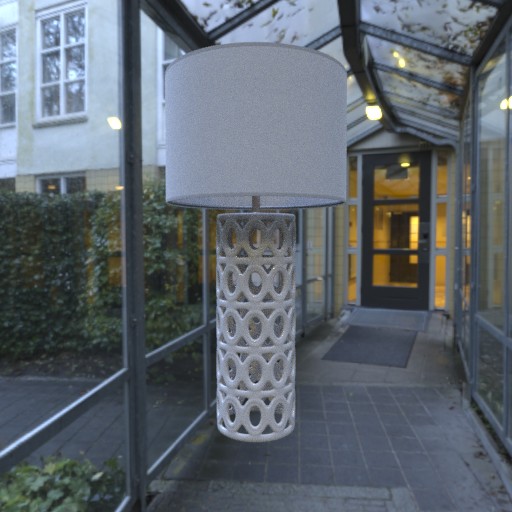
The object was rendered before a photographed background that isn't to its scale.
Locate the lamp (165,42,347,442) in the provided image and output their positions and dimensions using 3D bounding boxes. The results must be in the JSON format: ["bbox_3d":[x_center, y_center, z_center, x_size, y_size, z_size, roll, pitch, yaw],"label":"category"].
[{"bbox_3d":[0.000,0.000,0.820,0.325,0.636,0.324,1,2,19],"label":"lamp"}]
